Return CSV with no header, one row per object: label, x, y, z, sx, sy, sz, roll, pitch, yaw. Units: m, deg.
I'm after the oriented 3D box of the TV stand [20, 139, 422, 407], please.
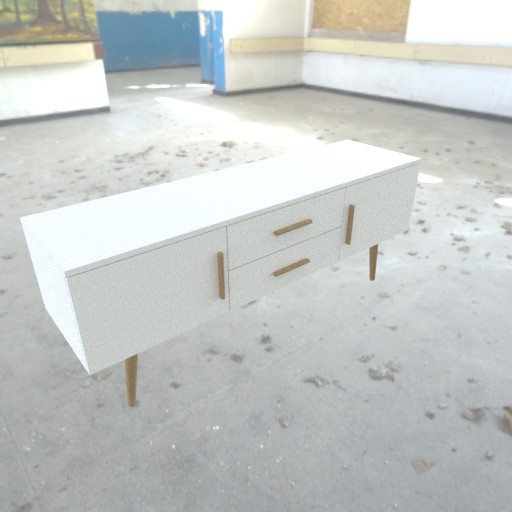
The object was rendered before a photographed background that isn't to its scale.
TV stand,0.000,0.000,1.639,1.398,0.560,0.401,-21,35,-33
